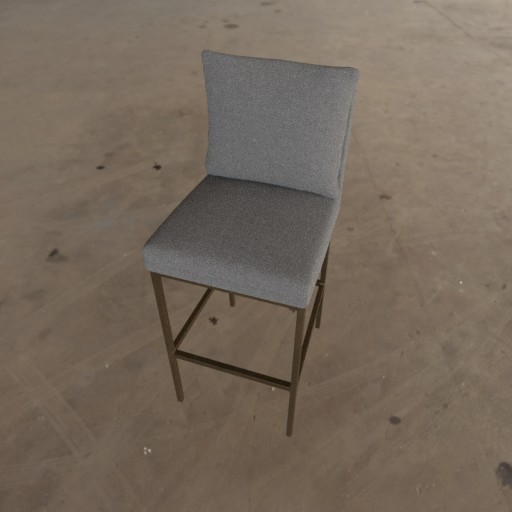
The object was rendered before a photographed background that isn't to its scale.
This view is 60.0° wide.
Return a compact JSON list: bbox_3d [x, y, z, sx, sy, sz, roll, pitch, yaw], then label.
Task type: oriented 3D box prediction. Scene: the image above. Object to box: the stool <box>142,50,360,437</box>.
[{"bbox_3d":[0.000,0.000,1.440,0.463,1.132,0.569,13,43,14],"label":"stool"}]
